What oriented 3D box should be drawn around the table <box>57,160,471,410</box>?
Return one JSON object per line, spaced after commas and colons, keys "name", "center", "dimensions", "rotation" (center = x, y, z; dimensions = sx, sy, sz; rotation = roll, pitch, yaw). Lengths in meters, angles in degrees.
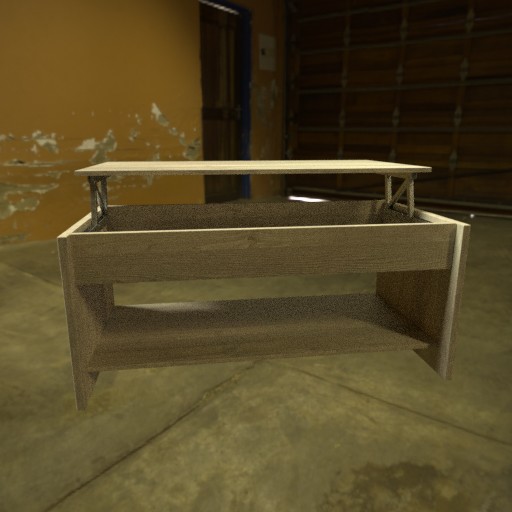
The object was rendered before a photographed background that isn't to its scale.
{"name": "table", "center": [0.000, 0.000, 1.434], "dimensions": [1.000, 0.570, 0.712], "rotation": [-2, 15, -8]}
